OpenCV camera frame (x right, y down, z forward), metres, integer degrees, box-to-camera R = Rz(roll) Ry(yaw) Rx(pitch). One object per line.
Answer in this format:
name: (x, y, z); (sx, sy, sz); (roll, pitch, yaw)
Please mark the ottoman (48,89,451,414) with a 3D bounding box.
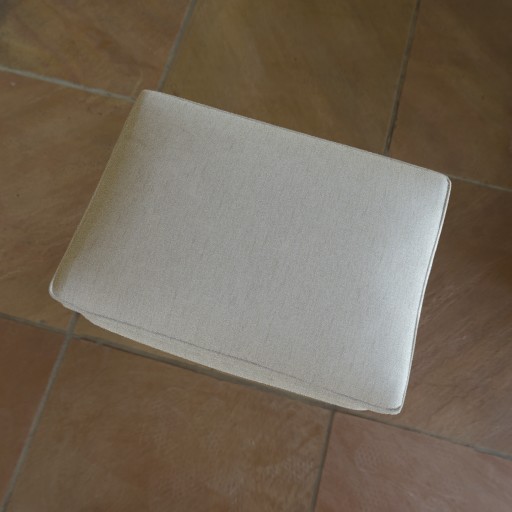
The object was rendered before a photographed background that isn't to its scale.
ottoman: (0.000, 0.000, 0.958); (0.665, 0.406, 0.501); (18, 75, 5)
